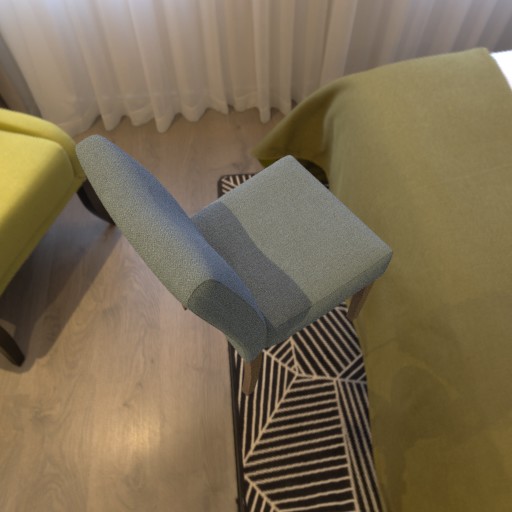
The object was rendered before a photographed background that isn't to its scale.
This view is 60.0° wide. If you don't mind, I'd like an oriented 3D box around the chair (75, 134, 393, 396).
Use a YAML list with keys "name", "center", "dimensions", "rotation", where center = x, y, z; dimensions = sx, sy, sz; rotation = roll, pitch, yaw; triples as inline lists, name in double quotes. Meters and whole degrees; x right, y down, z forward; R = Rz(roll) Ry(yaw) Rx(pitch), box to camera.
- name: "chair"
  center: [0.000, 0.000, 1.255]
  dimensions: [0.629, 0.882, 0.487]
  rotation: [-32, 64, -18]
